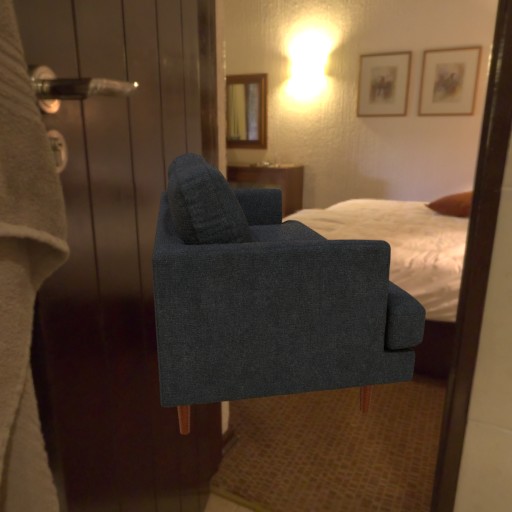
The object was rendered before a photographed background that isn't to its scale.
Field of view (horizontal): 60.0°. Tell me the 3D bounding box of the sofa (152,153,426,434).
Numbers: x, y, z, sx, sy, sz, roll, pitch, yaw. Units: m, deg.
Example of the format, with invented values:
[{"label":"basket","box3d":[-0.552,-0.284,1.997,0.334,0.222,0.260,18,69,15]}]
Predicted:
[{"label":"sofa","box3d":[0.000,0.000,2.141,0.903,0.944,1.582,-3,15,-10]}]
